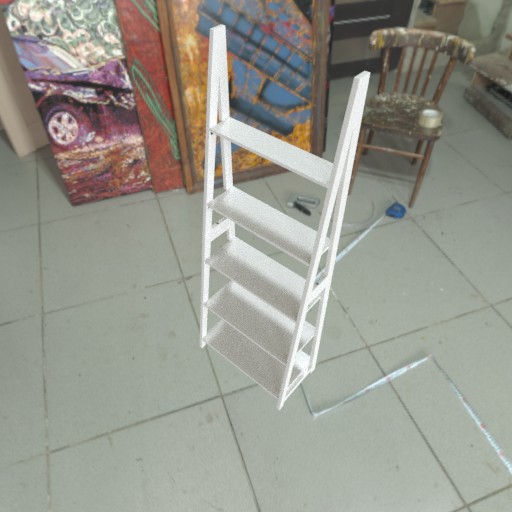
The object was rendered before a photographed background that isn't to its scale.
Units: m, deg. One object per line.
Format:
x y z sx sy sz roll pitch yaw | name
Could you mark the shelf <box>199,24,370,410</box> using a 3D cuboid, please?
0.000 0.000 2.050 0.636 1.779 0.341 32 54 27 | shelf
